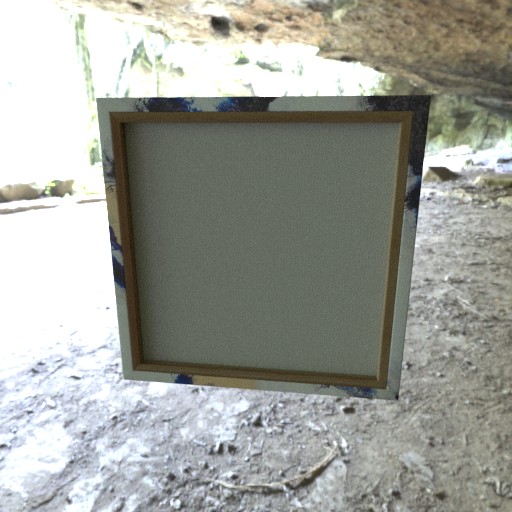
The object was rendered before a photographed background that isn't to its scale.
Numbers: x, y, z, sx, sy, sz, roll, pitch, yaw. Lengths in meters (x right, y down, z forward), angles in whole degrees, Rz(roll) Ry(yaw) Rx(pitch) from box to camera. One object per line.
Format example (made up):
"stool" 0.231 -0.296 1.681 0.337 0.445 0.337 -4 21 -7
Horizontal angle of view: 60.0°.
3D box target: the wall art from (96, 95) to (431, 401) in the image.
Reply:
"wall art" 0.000 0.000 1.307 0.887 0.885 0.038 2 17 7
